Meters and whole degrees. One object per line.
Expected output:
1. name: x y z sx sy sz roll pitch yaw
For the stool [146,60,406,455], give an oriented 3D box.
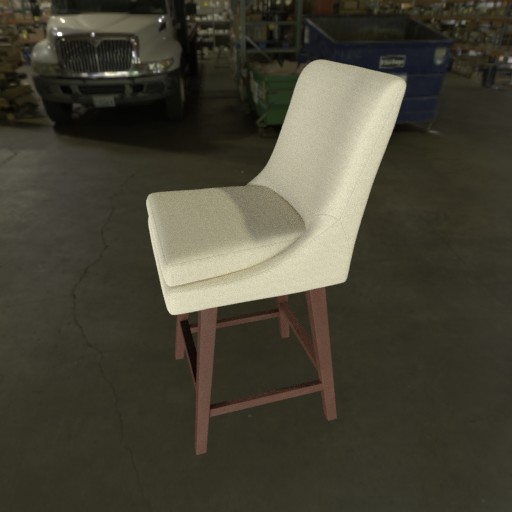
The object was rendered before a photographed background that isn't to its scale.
1. stool: 0.000 0.000 1.267 0.559 0.991 0.483 -8 30 -15
